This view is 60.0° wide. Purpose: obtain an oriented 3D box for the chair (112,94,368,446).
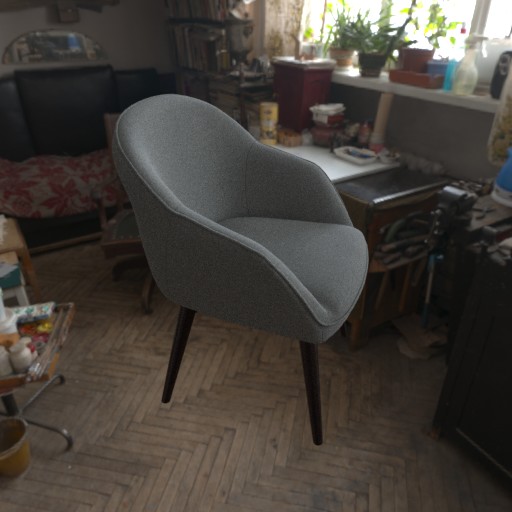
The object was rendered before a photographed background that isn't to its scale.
[{"bbox_3d":[0.000,0.000,1.246,0.611,0.810,0.589,9,31,16],"label":"chair"}]
